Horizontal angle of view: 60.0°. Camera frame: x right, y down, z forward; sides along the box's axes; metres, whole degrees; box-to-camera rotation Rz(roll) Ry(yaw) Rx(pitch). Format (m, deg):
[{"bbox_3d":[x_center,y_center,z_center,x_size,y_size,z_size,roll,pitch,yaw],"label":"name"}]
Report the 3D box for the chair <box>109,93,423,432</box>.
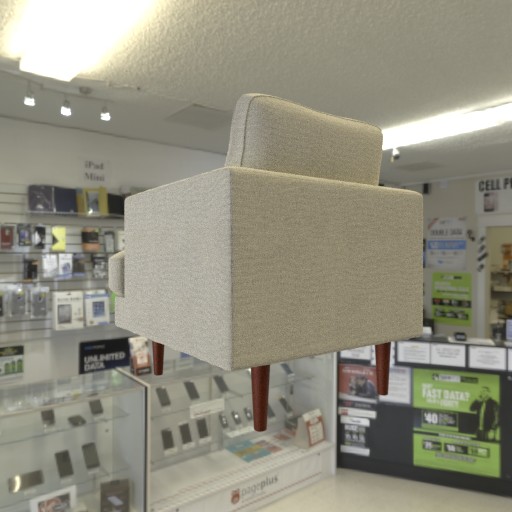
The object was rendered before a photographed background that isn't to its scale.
[{"bbox_3d":[0.000,0.000,1.682,0.858,0.957,0.899,0,0,-36],"label":"chair"}]
